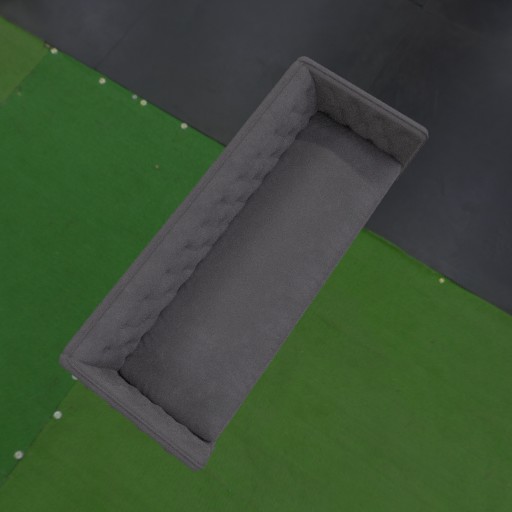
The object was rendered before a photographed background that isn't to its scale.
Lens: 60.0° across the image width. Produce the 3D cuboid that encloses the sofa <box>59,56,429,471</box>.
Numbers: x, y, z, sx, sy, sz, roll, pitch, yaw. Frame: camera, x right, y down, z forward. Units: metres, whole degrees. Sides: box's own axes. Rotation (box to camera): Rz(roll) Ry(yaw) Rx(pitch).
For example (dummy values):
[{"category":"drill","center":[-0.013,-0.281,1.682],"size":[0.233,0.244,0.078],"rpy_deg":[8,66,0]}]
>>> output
[{"category":"sofa","center":[0.000,0.000,2.679],"size":[0.895,0.771,2.209],"rpy_deg":[35,78,8]}]
